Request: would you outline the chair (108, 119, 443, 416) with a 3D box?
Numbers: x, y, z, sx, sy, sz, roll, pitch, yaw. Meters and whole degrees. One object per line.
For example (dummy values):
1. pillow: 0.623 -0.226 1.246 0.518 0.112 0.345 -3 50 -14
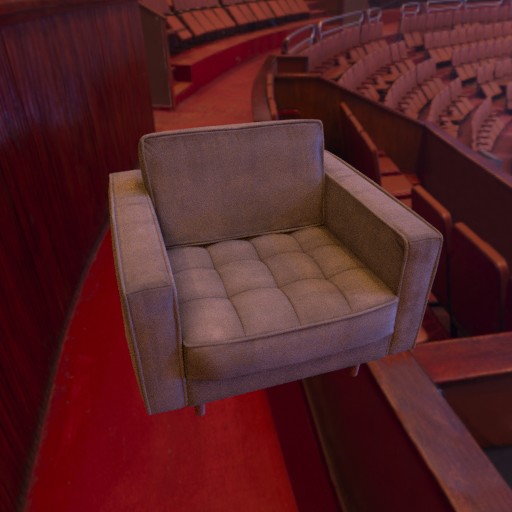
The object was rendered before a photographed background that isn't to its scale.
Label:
1. chair: 0.000 0.000 1.520 0.928 0.773 0.843 -10 33 -15
